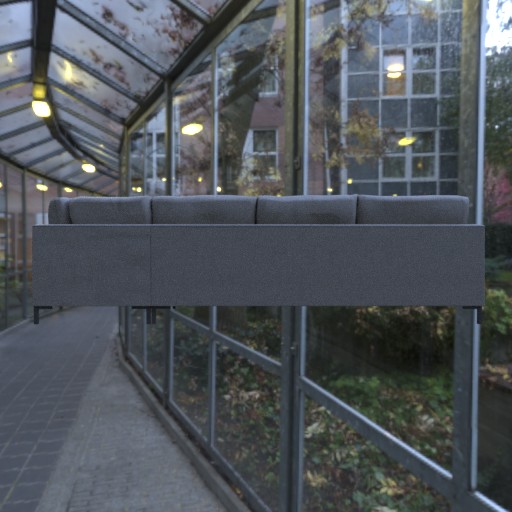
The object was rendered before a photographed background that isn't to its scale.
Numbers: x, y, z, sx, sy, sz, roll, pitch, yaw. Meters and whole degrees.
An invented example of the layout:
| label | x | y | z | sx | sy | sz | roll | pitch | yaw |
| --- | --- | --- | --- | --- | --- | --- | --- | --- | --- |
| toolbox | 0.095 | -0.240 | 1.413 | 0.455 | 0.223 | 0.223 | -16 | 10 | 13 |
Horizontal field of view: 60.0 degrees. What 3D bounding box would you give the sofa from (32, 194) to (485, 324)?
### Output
| label | x | y | z | sx | sy | sz | roll | pitch | yaw |
| --- | --- | --- | --- | --- | --- | --- | --- | --- | --- |
| sofa | 0.000 | 0.000 | 4.257 | 3.331 | 0.964 | 2.077 | 0 | 1 | 0 |
